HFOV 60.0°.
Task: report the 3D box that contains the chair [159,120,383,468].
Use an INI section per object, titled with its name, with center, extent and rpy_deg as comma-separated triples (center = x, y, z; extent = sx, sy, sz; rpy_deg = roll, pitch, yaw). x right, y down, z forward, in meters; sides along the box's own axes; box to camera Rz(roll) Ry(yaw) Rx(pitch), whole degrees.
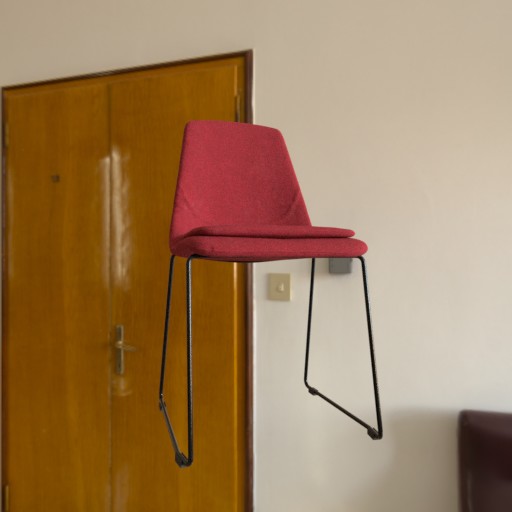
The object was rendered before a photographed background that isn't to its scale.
[chair]
center = 0.000, 0.000, 1.181
extent = 0.479, 0.858, 0.518
rpy_deg = 0, 0, -18
